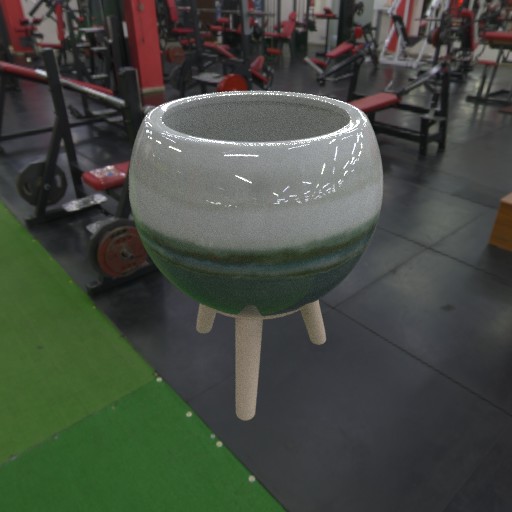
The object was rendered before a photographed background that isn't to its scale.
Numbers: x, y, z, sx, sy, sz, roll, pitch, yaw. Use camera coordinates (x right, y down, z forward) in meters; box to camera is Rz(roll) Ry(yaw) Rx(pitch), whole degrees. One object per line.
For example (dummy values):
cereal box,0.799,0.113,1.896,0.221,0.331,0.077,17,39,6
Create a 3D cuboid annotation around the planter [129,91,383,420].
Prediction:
planter,0.000,0.000,0.438,0.222,0.278,0.222,0,31,0
